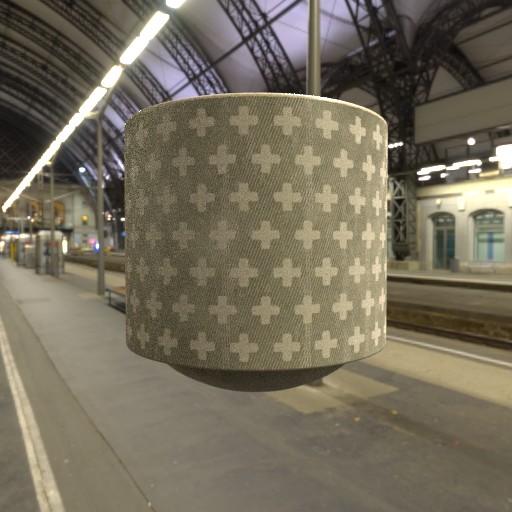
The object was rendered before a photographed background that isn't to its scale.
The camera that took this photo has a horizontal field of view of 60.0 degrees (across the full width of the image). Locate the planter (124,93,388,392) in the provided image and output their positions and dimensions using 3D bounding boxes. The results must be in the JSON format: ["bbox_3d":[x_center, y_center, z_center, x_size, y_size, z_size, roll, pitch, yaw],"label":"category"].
[{"bbox_3d":[0.000,0.000,0.442,0.250,0.239,0.250,0,2,0],"label":"planter"}]
